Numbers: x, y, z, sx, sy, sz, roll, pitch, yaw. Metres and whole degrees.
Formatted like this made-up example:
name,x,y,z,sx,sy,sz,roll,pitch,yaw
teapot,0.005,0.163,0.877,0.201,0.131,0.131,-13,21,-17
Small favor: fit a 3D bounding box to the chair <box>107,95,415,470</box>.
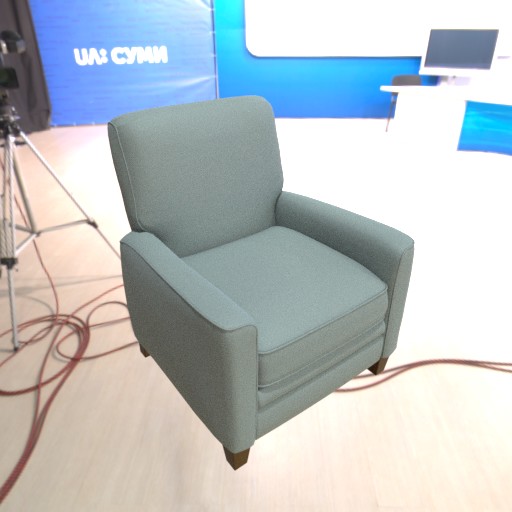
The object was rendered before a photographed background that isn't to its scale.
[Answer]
name,x,y,z,sx,sy,sz,roll,pitch,yaw
chair,0.000,0.000,1.654,0.853,1.007,0.846,-21,36,-32
